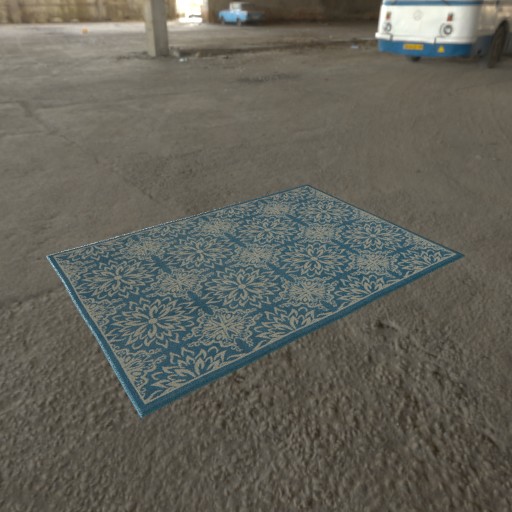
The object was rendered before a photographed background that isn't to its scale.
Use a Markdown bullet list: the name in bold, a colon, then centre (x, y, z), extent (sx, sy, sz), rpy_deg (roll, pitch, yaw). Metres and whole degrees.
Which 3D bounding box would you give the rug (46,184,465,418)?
- **rug**: centre (0.000, 0.000, 2.847), extent (2.205, 0.012, 1.554), rpy_deg (-20, 35, -30)
